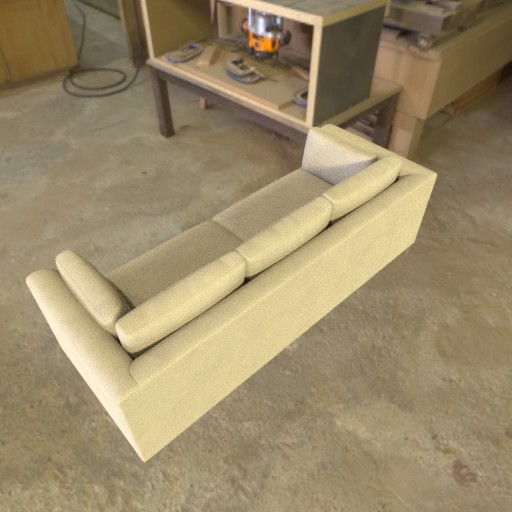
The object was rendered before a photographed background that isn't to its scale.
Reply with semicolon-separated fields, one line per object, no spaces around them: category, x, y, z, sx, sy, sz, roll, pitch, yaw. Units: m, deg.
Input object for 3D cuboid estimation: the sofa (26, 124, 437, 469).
sofa;0.000;0.000;2.846;2.415;0.867;0.969;-33;53;-29
